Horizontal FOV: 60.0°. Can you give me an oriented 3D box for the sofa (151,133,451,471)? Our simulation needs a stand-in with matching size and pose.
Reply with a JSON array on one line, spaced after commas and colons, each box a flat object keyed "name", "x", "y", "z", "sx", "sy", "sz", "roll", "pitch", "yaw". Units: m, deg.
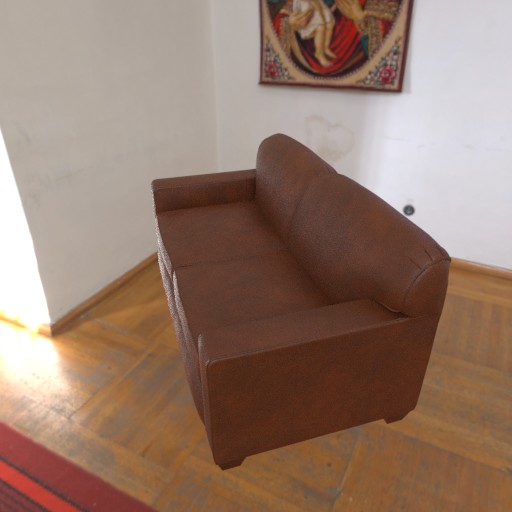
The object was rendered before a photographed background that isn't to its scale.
[{"name": "sofa", "x": 0.000, "y": 0.000, "z": 2.452, "sx": 1.000, "sy": 0.966, "sz": 1.856, "roll": -9, "pitch": 31, "yaw": -15}]
